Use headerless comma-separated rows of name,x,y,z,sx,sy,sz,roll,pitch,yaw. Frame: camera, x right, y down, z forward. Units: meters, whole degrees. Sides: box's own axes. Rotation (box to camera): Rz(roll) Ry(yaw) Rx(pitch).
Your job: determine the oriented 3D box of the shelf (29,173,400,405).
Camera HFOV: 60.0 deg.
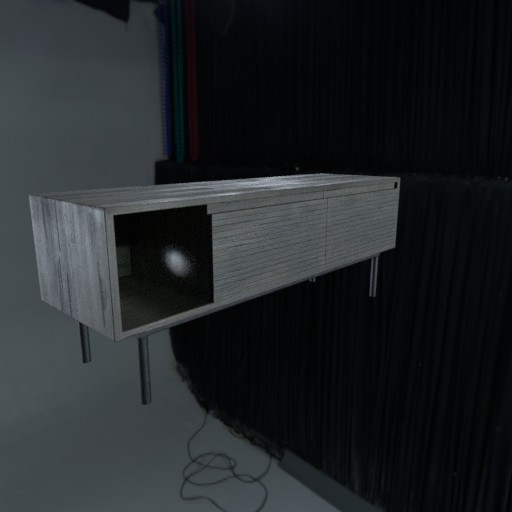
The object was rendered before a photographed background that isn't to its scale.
shelf,0.000,0.000,1.536,0.400,0.495,1.300,13,19,42
